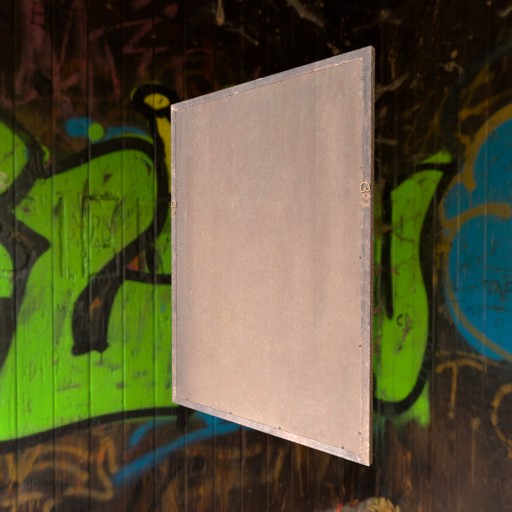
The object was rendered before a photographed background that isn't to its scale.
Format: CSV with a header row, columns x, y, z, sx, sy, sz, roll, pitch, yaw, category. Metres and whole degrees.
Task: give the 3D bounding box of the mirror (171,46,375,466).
x,y,z,sx,sy,sz,roll,pitch,yaw,category
0.000,0.000,1.274,0.705,0.996,0.025,1,2,38,mirror
